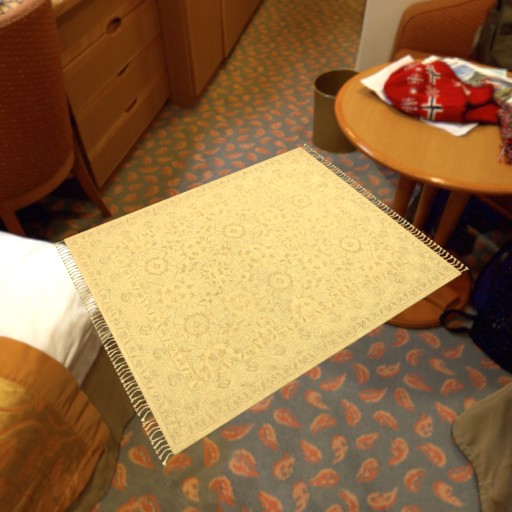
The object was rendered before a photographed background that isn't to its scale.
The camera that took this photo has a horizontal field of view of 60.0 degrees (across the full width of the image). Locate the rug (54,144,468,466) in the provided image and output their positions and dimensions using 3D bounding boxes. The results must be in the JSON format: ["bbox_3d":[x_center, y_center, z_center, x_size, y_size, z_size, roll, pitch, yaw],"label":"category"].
[{"bbox_3d":[0.000,0.000,4.113,3.043,0.013,2.444,-26,52,-22],"label":"rug"}]
